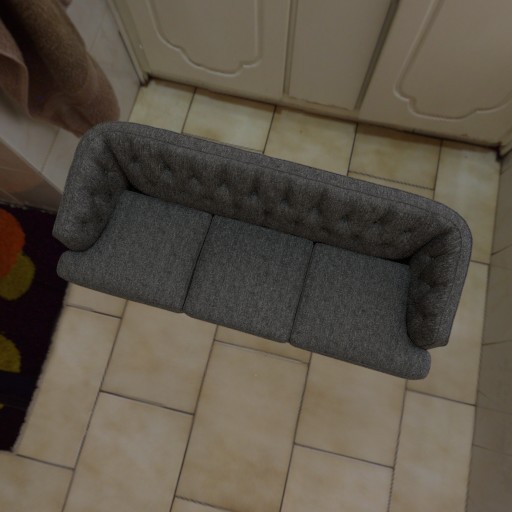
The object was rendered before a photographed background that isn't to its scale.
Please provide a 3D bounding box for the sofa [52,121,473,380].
[{"bbox_3d":[0.000,0.000,2.728,2.278,0.855,0.941,15,76,4],"label":"sofa"}]
